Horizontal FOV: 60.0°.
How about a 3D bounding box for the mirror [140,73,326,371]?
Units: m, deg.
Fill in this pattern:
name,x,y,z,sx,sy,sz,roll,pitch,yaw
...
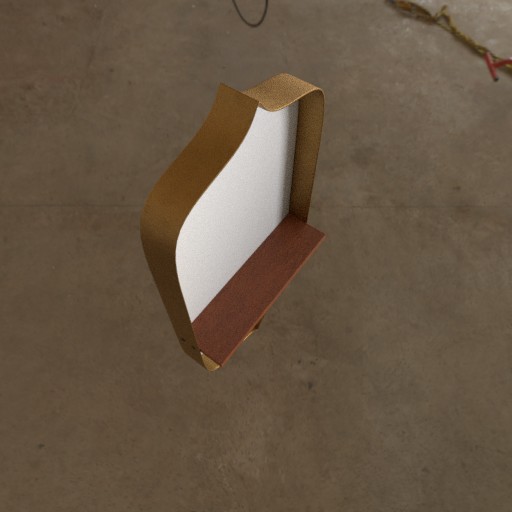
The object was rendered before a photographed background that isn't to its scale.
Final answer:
name,x,y,z,sx,sy,sz,roll,pitch,yaw
mirror,0.000,0.000,0.720,0.096,0.613,0.323,32,64,18
